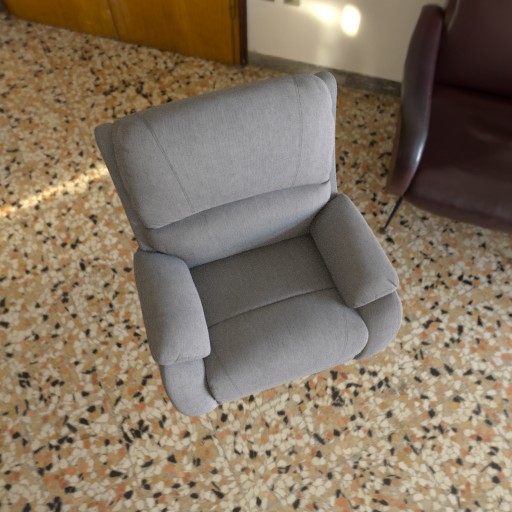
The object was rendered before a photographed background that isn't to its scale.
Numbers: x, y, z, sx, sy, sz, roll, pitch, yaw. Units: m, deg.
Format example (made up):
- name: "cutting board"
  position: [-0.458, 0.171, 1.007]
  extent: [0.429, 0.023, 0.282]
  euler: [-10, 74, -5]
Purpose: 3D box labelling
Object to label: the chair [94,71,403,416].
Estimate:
- name: "chair"
  position: [0.000, 0.000, 1.715]
  extent: [0.930, 1.011, 0.899]
  euler: [-17, 64, -8]
